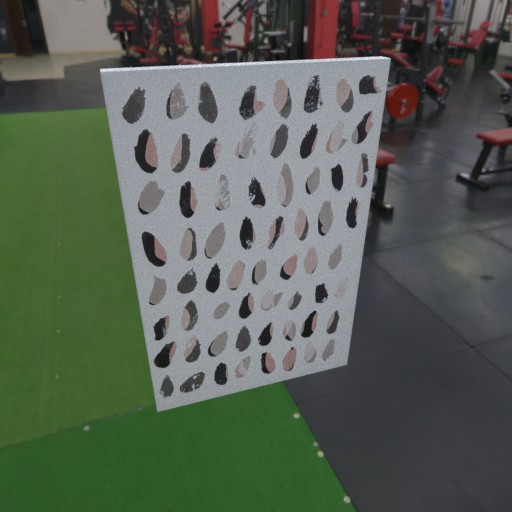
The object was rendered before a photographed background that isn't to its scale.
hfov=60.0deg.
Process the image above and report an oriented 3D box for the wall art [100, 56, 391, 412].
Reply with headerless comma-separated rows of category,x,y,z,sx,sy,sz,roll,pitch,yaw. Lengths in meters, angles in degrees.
wall art,0.000,0.000,1.139,0.610,0.916,0.037,-9,32,-15
